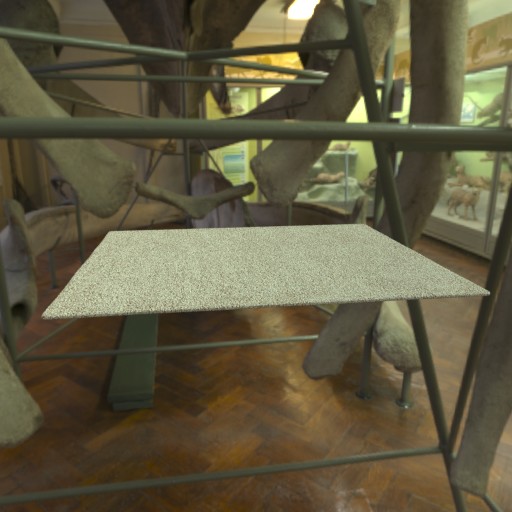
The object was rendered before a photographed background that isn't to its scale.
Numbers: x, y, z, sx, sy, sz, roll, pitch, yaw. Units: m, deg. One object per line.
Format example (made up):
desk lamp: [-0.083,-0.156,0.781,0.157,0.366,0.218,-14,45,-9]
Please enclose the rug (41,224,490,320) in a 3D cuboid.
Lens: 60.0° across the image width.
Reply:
rug: [0.000,0.000,4.107,3.047,0.029,2.438,-2,16,-8]
